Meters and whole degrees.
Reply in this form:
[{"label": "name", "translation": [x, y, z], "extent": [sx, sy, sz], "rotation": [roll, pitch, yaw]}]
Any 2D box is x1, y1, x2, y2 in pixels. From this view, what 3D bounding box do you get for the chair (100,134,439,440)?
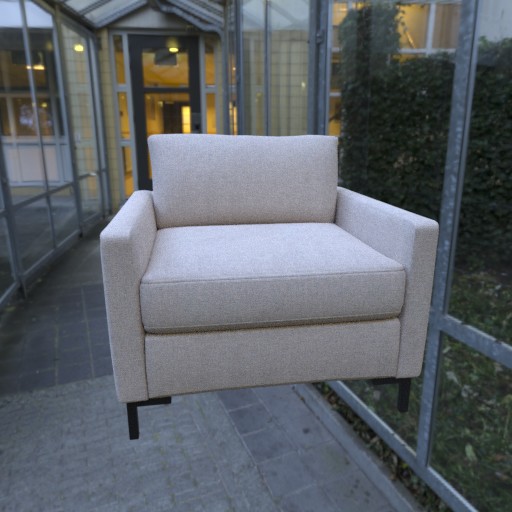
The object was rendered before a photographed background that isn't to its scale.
[{"label": "chair", "translation": [0.000, 0.000, 1.628], "extent": [0.963, 0.861, 0.866], "rotation": [-2, 16, -9]}]
